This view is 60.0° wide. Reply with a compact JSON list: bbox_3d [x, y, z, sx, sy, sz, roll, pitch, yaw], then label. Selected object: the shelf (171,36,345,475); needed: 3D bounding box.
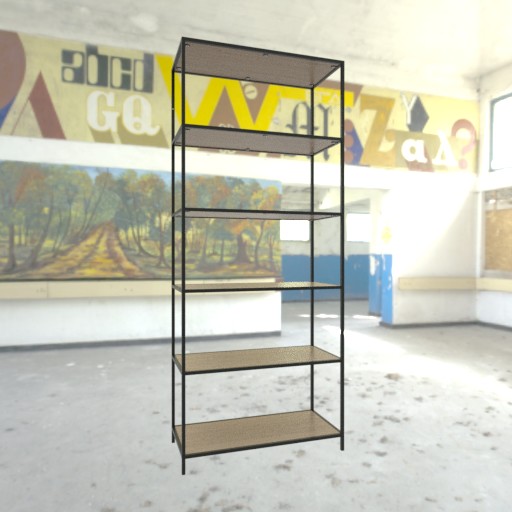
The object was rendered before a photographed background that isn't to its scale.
[{"bbox_3d":[0.000,0.000,2.153,0.770,1.850,0.350,0,0,-18],"label":"shelf"}]
